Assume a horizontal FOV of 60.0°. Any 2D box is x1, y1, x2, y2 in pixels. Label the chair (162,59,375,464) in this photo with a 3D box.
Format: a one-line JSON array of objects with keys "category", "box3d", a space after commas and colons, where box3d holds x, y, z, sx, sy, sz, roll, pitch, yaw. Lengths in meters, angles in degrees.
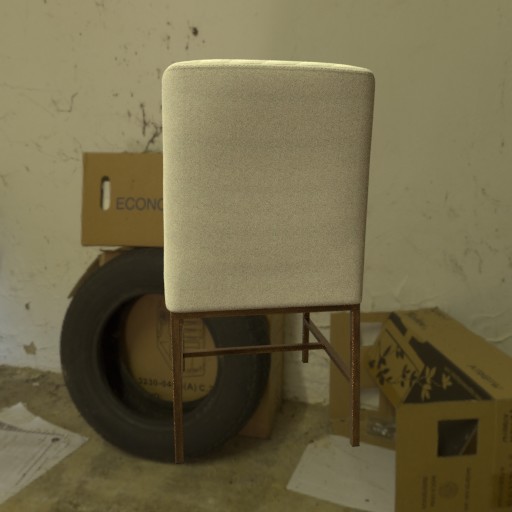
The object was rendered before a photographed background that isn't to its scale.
[{"category": "chair", "box3d": [0.000, 0.000, 1.272, 0.503, 0.933, 0.597, -2, 12, -8]}]
